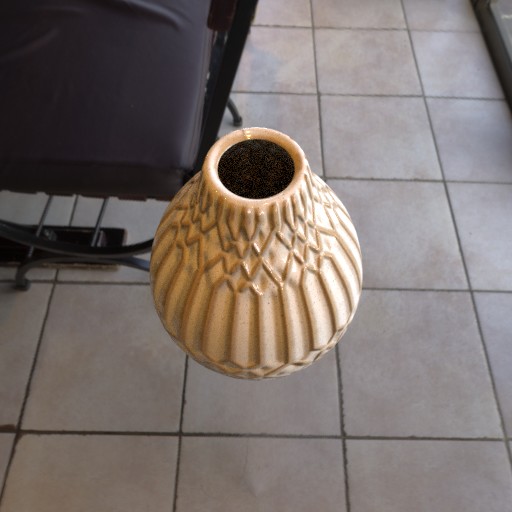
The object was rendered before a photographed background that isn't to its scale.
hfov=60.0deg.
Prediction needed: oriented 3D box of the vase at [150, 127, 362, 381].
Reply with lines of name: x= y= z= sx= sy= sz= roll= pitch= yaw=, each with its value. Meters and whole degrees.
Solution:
vase: x=0.000 y=0.000 z=0.317 sx=0.159 sy=0.200 sz=0.159 roll=0 pitch=61 yaw=0
